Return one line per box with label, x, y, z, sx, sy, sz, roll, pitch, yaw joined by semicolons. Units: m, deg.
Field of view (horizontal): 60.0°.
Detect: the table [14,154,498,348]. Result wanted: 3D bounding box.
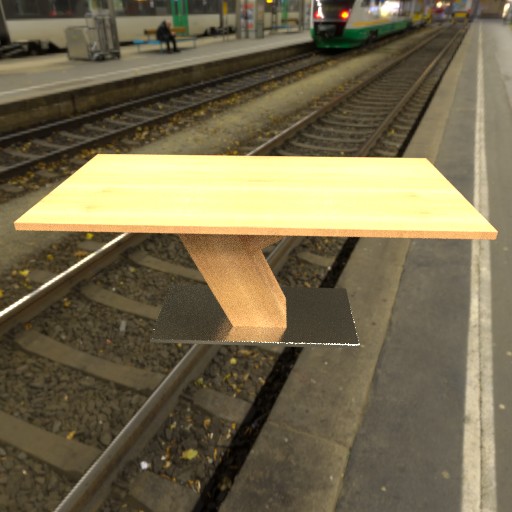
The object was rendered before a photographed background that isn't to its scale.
table;0.000;0.000;2.221;1.800;0.750;0.900;1;29;2
